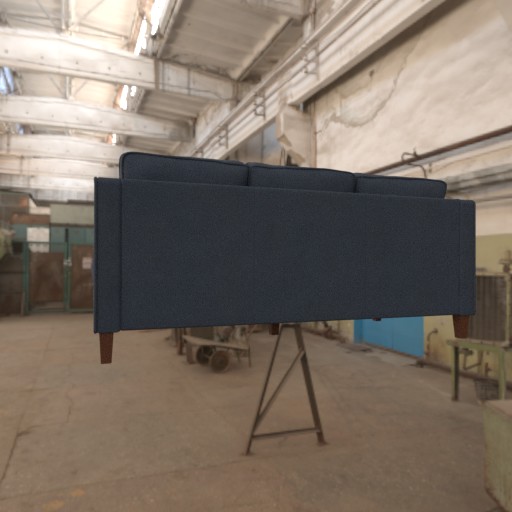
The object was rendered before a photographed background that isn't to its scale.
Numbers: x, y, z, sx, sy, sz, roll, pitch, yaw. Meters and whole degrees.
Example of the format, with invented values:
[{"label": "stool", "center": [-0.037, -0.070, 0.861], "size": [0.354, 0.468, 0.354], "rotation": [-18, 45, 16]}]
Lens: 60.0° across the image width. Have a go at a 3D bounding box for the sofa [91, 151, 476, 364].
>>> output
[{"label": "sofa", "center": [0.000, 0.000, 3.303], "size": [2.317, 1.066, 1.858], "rotation": [0, -1, -19]}]
